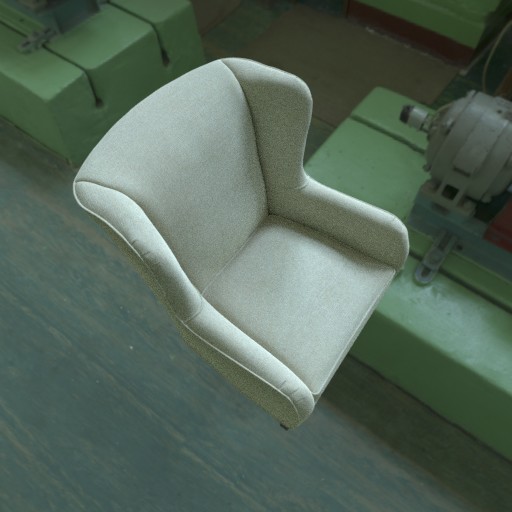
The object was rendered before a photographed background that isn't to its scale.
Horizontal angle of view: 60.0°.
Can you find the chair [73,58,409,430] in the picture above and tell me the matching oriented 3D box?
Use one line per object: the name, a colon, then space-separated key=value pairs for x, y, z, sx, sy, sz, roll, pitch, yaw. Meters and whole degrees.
chair: x=0.000 y=0.000 z=1.722 sx=0.966 sy=1.040 sz=0.838 roll=31 pitch=64 yaw=17
